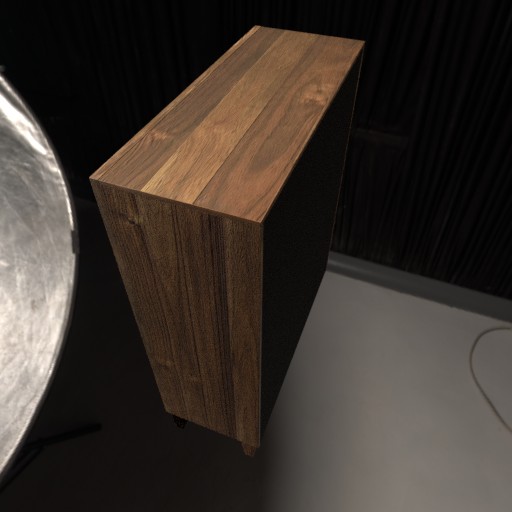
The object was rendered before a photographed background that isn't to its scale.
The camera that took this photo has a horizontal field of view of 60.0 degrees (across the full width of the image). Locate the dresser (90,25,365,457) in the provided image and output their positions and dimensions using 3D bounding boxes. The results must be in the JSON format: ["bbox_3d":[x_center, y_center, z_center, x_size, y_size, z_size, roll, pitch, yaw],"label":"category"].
[{"bbox_3d":[0.000,0.000,1.825,0.442,1.393,1.062,16,48,15],"label":"dresser"}]
